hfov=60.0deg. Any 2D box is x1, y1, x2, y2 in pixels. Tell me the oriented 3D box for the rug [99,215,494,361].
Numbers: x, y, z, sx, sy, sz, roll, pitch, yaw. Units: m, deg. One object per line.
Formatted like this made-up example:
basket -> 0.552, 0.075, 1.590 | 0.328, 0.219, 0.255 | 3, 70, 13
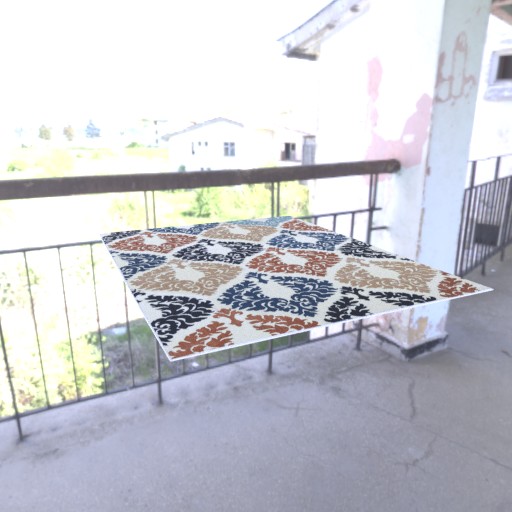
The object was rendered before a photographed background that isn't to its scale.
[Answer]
rug -> 0.000, 0.000, 4.069 | 2.423, 0.014, 3.040 | -8, 18, -24
